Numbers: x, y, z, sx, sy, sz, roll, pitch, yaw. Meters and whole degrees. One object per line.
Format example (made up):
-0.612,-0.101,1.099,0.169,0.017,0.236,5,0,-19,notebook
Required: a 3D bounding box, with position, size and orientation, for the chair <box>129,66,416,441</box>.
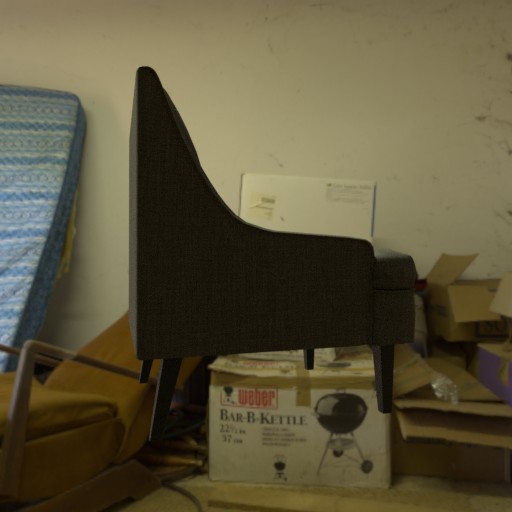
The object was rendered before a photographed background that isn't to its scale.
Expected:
0.000,0.000,1.424,0.771,0.891,0.655,0,-1,-17,chair
